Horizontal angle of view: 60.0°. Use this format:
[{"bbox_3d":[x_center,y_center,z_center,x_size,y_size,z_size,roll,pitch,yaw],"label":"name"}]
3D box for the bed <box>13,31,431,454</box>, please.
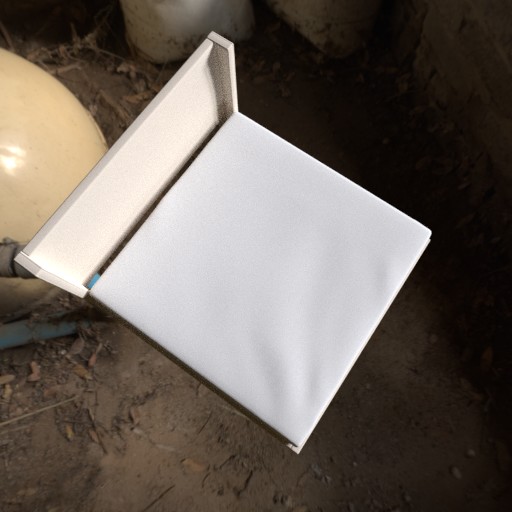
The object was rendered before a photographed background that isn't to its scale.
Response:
[{"bbox_3d":[0.000,0.000,3.568,2.293,1.471,2.145,34,77,9],"label":"bed"}]
